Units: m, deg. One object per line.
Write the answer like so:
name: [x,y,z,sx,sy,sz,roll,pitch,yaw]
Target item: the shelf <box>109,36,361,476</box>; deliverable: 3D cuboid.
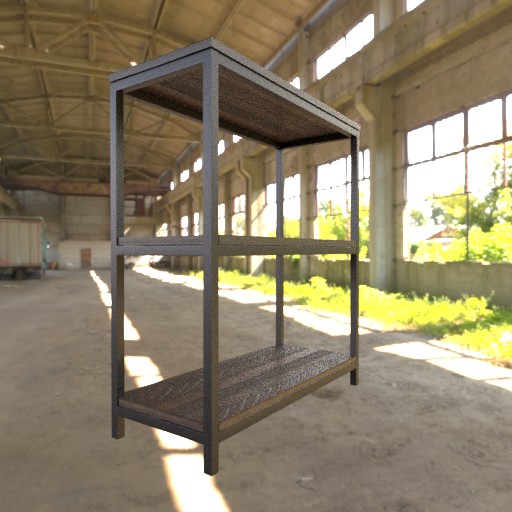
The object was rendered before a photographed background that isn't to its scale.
shelf: [0.000,0.000,1.389,0.352,0.947,0.822,0,1,35]
